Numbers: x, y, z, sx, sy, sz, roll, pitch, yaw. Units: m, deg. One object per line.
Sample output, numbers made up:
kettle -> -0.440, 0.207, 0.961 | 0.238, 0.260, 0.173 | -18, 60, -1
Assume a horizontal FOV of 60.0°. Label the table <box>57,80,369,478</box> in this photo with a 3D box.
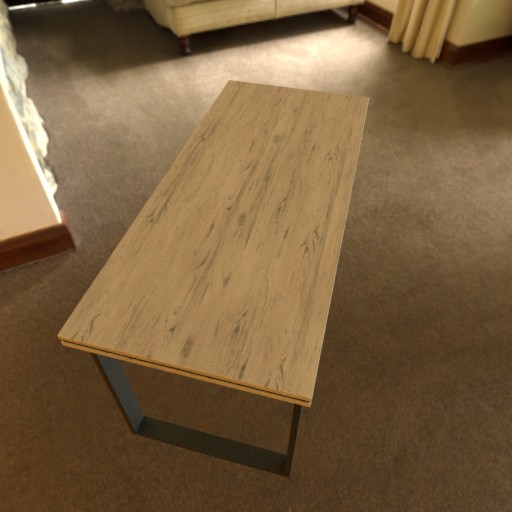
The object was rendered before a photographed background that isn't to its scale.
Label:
table -> 0.000, 0.000, 2.212 | 0.795, 0.899, 1.778 | 11, 48, 10
